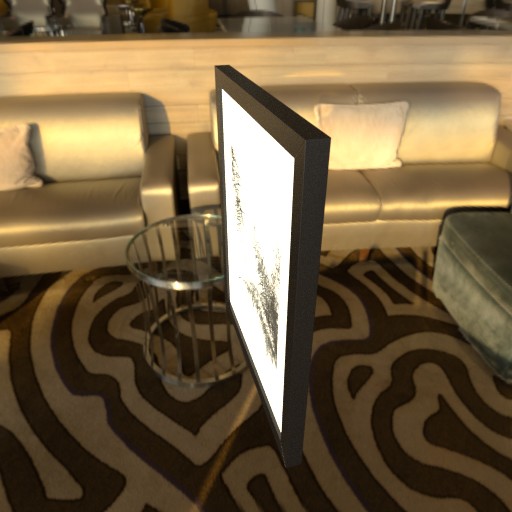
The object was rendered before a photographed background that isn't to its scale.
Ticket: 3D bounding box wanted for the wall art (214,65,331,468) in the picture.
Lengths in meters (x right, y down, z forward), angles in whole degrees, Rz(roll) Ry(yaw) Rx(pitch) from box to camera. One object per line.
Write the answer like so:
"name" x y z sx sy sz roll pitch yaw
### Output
"wall art" 0.000 0.000 0.781 0.028 0.557 0.457 -9 33 -14
